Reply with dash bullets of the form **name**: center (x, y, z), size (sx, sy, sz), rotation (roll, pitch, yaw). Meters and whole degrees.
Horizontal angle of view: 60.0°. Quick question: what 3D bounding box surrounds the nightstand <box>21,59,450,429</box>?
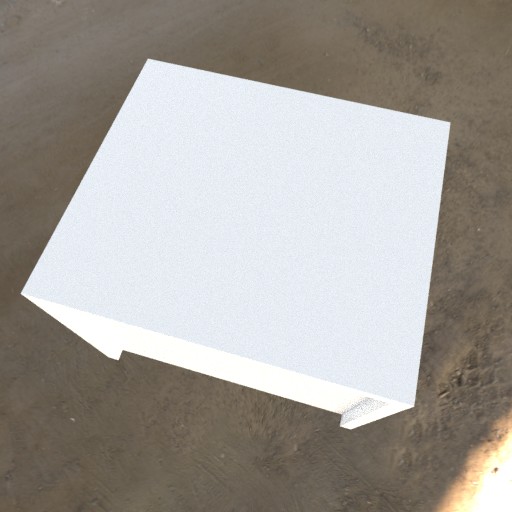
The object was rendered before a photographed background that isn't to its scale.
- **nightstand**: center (0.000, 0.000, 0.745), size (0.470, 0.351, 0.408), rotation (14, 66, 7)
